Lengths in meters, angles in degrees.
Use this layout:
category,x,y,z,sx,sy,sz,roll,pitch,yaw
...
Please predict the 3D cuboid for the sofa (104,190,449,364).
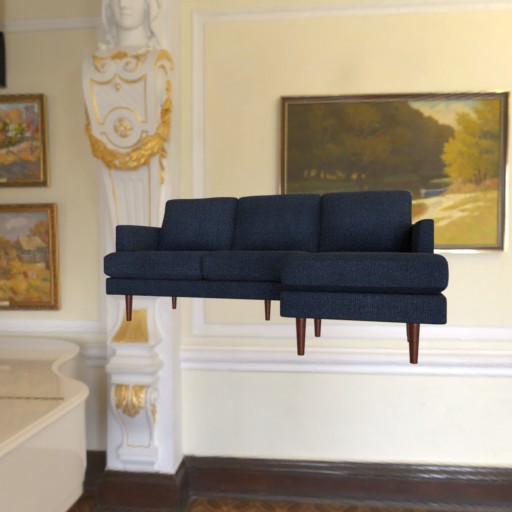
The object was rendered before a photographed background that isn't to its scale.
category,x,y,z,sx,sy,sz,roll,pitch,yaw
sofa,0.000,0.000,2.963,2.233,0.956,1.504,0,1,18
